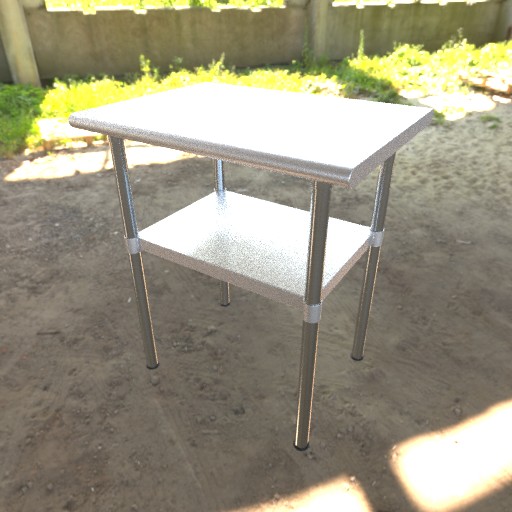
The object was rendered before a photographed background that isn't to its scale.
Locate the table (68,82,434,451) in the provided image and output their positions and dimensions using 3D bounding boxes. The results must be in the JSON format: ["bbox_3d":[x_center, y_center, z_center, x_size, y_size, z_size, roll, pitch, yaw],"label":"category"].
[{"bbox_3d":[0.000,0.000,1.374,0.762,0.876,0.584,18,35,28],"label":"table"}]
